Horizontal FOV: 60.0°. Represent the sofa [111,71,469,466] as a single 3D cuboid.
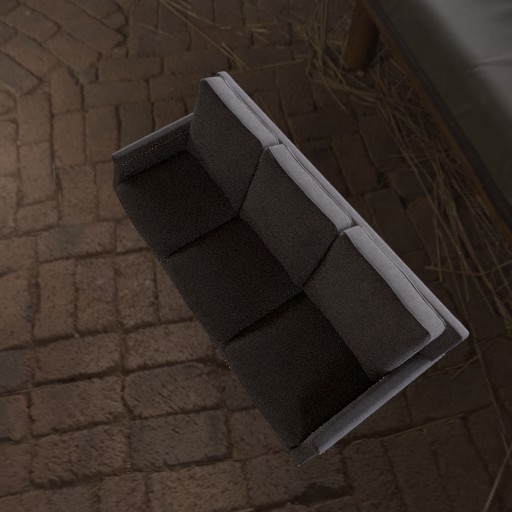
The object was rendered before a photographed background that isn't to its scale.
[{"bbox_3d":[0.000,0.000,2.770,1.034,1.042,2.226,-32,68,-15],"label":"sofa"}]
